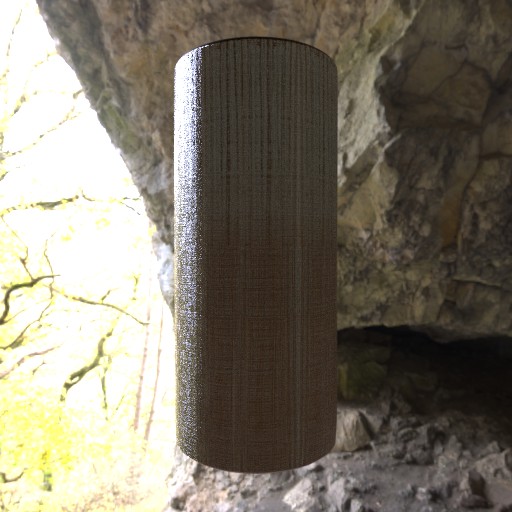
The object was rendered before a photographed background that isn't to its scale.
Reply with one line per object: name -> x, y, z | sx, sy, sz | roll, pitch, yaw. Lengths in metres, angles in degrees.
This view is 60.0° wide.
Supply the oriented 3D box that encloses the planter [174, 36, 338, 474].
planter -> 0.000, 0.000, 0.277 | 0.100, 0.227, 0.100 | 0, 1, 17
